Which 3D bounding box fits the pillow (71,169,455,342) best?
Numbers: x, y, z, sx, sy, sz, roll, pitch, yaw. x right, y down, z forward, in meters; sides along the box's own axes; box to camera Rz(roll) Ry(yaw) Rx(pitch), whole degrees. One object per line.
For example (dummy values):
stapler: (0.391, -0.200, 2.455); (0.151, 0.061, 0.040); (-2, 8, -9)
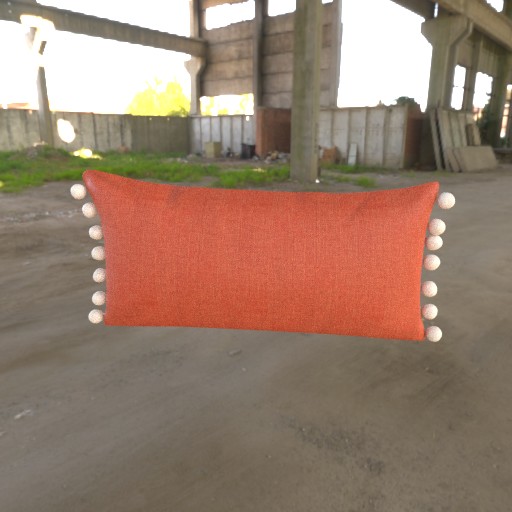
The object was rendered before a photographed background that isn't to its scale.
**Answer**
pillow: (0.000, 0.000, 0.853); (0.709, 0.322, 0.201); (2, 16, 7)
